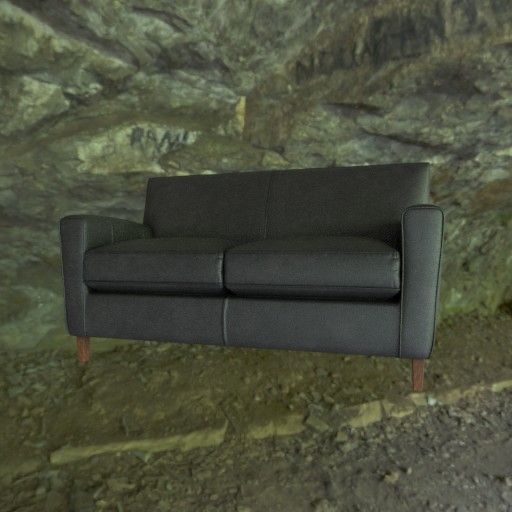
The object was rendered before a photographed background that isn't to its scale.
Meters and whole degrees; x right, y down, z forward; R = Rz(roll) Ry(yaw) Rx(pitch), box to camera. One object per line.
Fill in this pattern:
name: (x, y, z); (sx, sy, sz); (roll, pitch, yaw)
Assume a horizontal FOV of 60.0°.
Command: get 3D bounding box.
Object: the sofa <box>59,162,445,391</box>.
sofa: (0.000, 0.000, 1.944); (1.473, 0.871, 0.787); (0, 0, 17)
